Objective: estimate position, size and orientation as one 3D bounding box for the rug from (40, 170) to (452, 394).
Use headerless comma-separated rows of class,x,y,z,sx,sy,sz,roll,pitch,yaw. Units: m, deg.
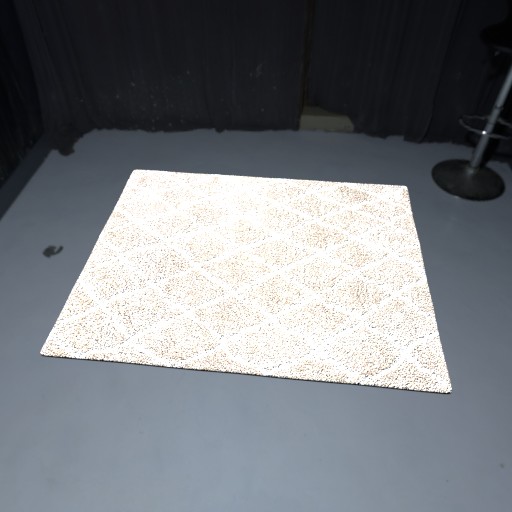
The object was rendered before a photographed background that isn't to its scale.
rug,0.000,0.000,4.086,3.047,0.029,2.438,4,46,4
